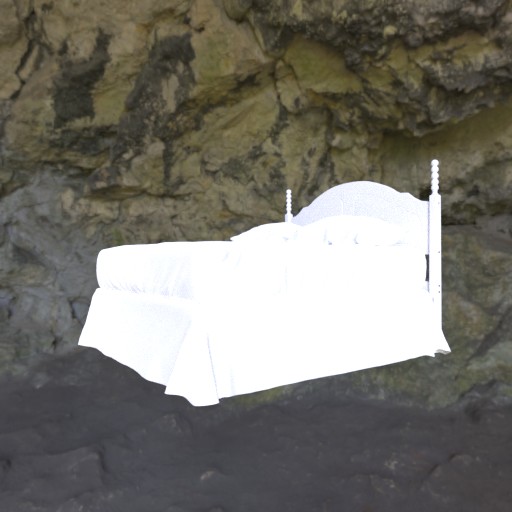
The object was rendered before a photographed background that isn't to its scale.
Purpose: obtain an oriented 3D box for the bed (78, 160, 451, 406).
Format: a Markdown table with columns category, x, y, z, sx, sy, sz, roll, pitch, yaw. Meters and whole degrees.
| category | x | y | z | sx | sy | sz | roll | pitch | yaw |
| --- | --- | --- | --- | --- | --- | --- | --- | --- | --- |
| bed | 0.000 | 0.000 | 3.187 | 2.040 | 1.356 | 1.873 | 0 | -1 | -36 |
